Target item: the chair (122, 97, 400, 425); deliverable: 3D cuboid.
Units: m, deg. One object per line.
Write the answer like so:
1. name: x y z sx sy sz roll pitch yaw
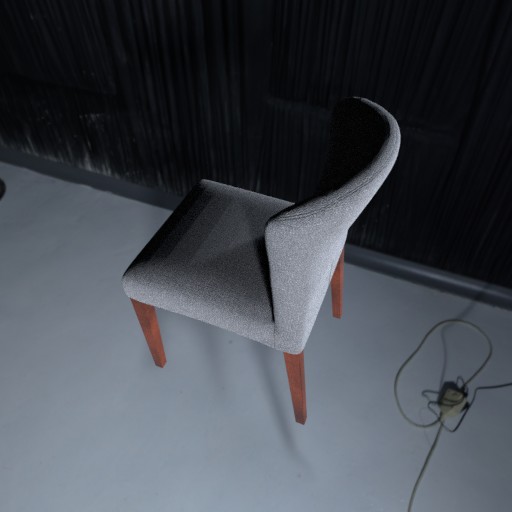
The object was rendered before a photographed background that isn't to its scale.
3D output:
1. chair: 0.000 0.000 1.220 0.589 0.839 0.491 17 49 15
